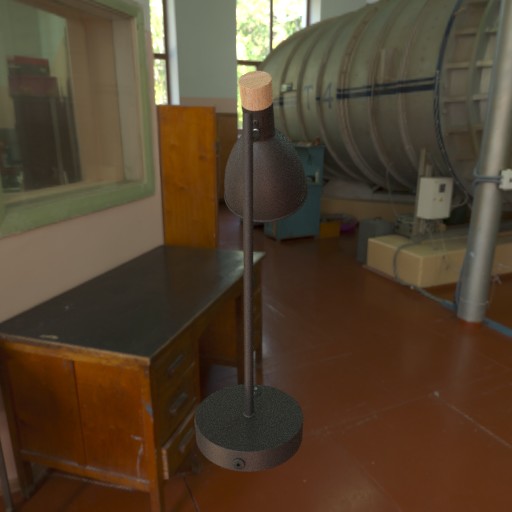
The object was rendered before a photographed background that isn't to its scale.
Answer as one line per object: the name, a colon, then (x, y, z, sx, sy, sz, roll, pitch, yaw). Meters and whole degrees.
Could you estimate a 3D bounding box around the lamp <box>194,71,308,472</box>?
lamp: (0.000, 0.000, 0.622, 0.152, 0.483, 0.287, 3, 17, 9)
